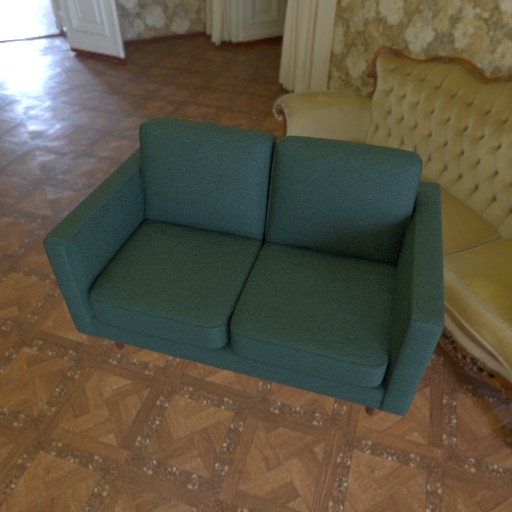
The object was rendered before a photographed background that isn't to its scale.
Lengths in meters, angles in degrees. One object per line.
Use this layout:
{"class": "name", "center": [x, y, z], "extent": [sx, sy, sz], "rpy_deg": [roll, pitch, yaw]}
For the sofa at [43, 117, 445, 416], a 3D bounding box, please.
{"class": "sofa", "center": [0.000, 0.000, 1.928], "extent": [1.430, 0.899, 0.879], "rpy_deg": [11, 42, 13]}
